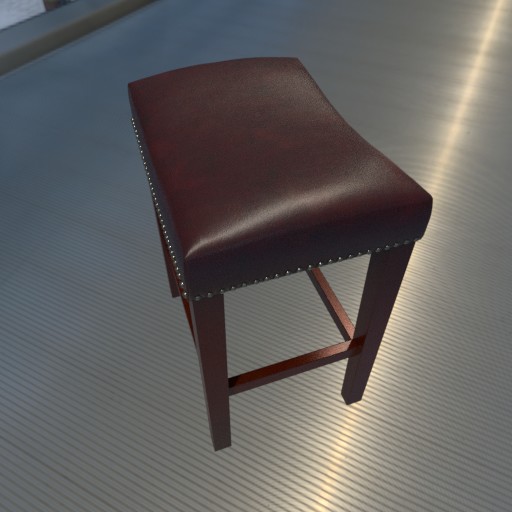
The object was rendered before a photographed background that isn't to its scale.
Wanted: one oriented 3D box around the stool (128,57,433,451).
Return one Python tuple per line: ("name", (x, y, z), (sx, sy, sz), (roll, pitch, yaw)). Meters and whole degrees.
("stool", (0.000, 0.000, 0.951), (0.372, 0.657, 0.504), (-14, 48, -13))
